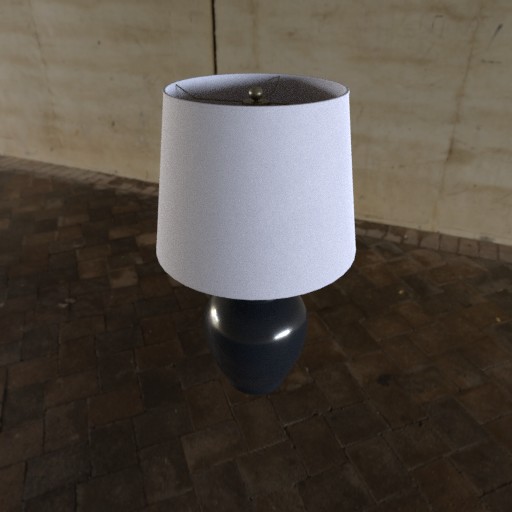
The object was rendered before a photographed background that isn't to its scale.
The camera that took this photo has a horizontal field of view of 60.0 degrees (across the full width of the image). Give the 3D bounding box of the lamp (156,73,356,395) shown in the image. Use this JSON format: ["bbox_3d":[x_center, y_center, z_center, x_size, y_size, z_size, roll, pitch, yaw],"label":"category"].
[{"bbox_3d":[0.000,0.000,0.553,0.239,0.399,0.239,0,30,0],"label":"lamp"}]
